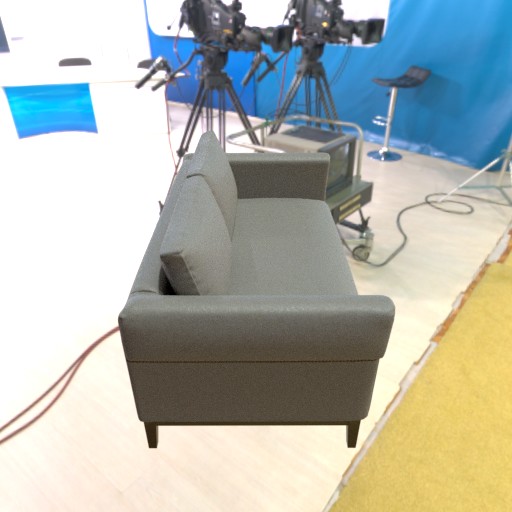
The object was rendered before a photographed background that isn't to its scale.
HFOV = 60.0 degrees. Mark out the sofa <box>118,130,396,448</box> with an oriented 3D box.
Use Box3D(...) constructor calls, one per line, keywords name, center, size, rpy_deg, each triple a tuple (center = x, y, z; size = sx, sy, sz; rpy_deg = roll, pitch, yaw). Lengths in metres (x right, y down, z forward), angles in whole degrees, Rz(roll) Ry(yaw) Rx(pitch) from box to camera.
Box3D(name="sofa", center=(0.000, 0.000, 2.201), size=(0.899, 0.873, 1.598), rpy_deg=(0, 32, 0))
